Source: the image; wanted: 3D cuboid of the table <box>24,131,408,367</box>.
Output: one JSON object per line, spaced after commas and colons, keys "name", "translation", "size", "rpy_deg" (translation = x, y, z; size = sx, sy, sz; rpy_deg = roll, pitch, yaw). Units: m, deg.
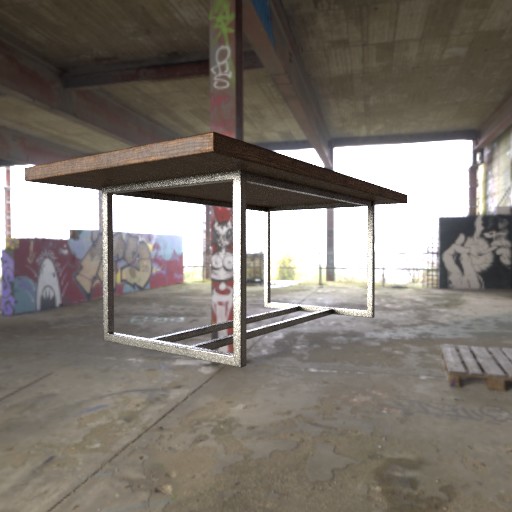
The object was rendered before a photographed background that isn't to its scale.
{"name": "table", "translation": [0.000, 0.000, 2.446], "size": [1.078, 0.795, 1.989], "rpy_deg": [1, 2, 35]}
